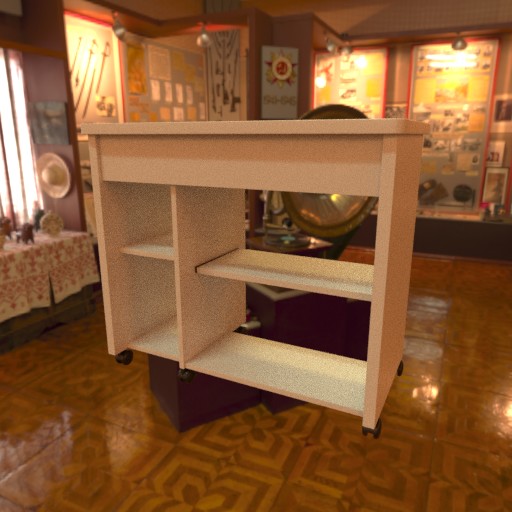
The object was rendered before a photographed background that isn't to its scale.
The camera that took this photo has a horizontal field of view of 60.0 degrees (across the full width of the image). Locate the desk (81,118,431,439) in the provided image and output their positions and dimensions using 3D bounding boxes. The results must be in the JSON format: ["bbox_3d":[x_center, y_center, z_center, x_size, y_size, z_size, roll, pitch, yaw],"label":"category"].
[{"bbox_3d":[0.000,0.000,1.334,0.877,0.763,0.475,8,17,26],"label":"desk"}]
